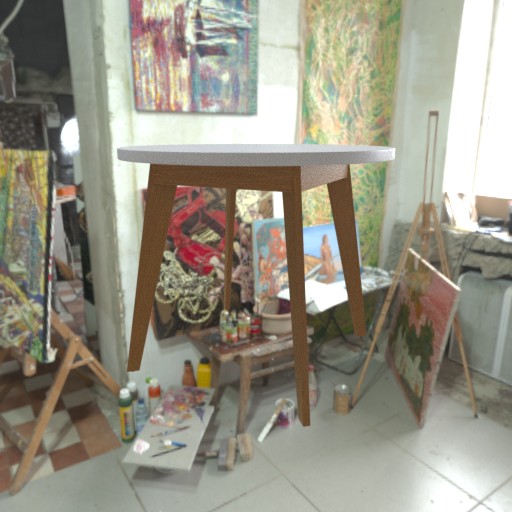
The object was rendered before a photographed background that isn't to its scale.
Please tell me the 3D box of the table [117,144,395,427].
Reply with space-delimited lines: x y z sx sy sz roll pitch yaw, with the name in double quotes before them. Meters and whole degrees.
"table" 0.000 0.000 1.592 0.896 0.762 0.896 0 15 0
